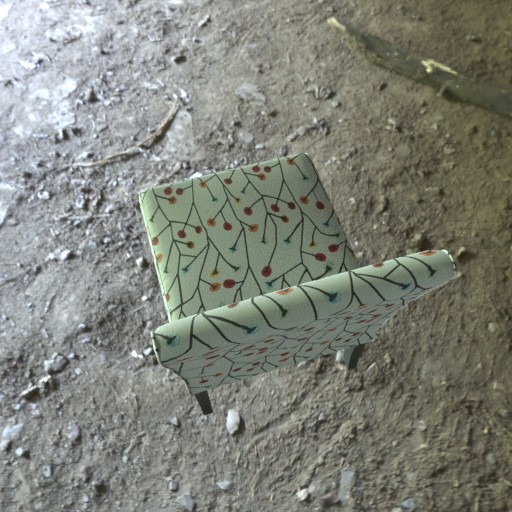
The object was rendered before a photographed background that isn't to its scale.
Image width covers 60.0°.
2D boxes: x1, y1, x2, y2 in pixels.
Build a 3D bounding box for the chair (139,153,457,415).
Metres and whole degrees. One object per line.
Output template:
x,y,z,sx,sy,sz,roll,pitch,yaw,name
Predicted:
0.000,0.000,1.293,0.597,0.813,0.732,-15,61,-9,chair
